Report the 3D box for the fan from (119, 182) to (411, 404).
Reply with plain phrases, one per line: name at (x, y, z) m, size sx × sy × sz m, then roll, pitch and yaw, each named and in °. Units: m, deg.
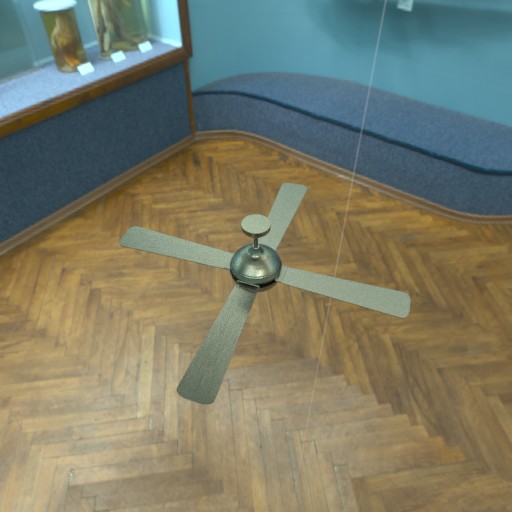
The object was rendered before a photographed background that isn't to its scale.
fan at (0.000, 0.000, 1.985) m, size 1.321 × 0.381 × 1.321 m, roll 30°, pitch 52°, yaw 27°
